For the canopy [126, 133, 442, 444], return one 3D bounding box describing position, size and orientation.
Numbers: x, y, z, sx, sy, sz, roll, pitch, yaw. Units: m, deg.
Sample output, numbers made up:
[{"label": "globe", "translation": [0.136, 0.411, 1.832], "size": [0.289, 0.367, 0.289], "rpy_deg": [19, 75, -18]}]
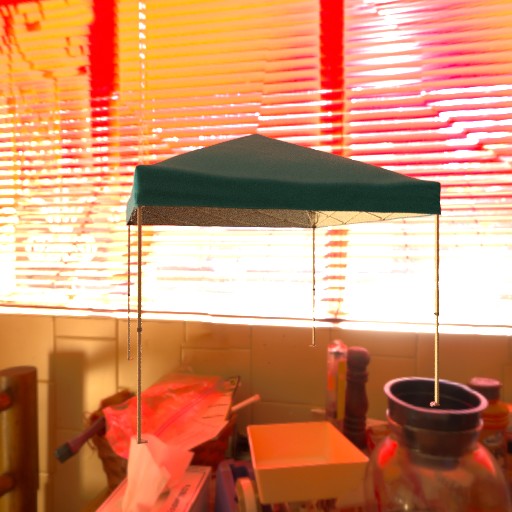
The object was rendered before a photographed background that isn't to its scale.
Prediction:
[{"label": "canopy", "translation": [0.000, 0.000, 5.424], "size": [2.996, 2.997, 2.998], "rpy_deg": [0, 1, -18]}]
